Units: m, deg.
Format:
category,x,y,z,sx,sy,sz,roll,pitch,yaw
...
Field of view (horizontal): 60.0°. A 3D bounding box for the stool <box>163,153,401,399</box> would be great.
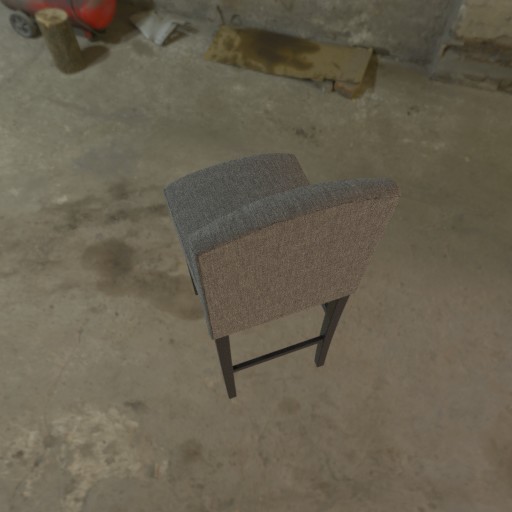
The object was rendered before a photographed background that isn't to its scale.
category,x,y,z,sx,sy,sz,roll,pitch,yaw
stool,0.000,0.000,1.441,0.451,1.138,0.552,-17,59,-10
